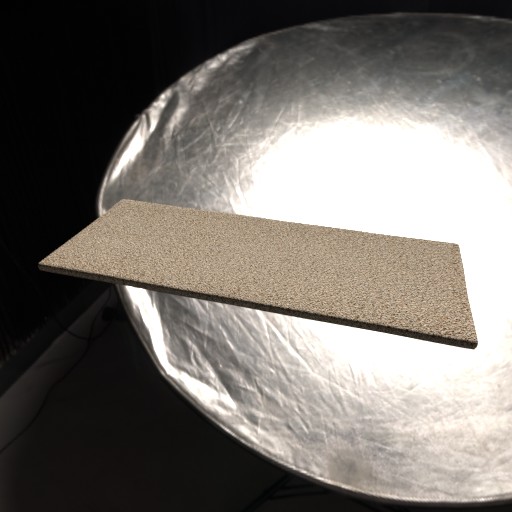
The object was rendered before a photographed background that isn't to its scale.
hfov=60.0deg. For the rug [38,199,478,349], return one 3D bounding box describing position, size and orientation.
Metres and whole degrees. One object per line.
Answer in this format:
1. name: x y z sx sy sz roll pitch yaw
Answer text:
1. rug: 0.000 0.000 1.716 1.524 0.030 0.609 9 33 14
